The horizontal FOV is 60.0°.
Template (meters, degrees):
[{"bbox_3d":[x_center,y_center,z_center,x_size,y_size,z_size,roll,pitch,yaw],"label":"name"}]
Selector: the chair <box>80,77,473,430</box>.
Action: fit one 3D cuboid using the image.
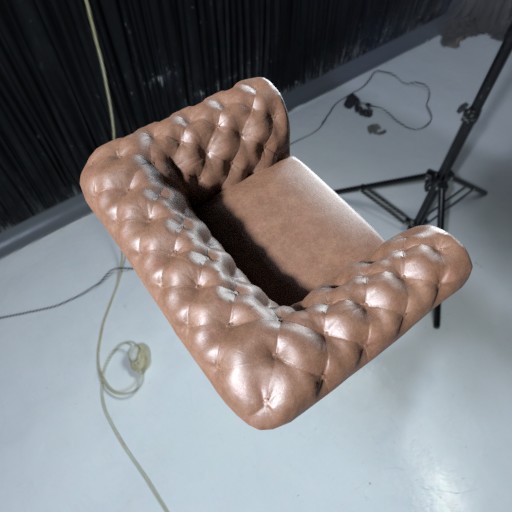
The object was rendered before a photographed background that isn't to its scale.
[{"bbox_3d":[0.000,0.000,1.881,0.954,0.784,1.298,-32,63,-19],"label":"chair"}]
